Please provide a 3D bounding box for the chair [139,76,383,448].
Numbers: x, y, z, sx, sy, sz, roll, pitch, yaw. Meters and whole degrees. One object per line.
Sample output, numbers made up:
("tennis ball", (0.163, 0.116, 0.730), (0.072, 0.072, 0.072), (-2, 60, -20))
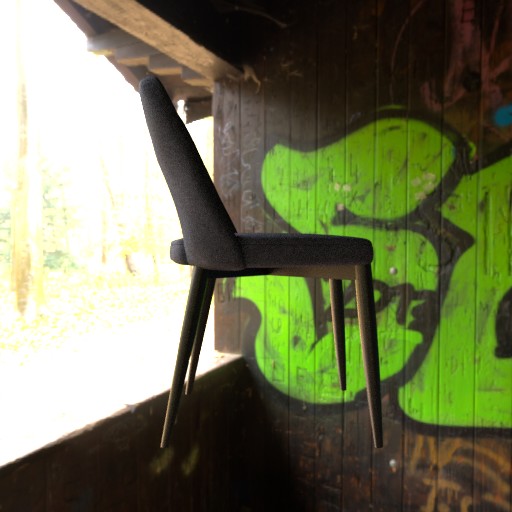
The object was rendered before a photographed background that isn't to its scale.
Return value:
("chair", (0.000, 0.000, 1.265), (0.612, 0.931, 0.470), (0, 2, -1))
